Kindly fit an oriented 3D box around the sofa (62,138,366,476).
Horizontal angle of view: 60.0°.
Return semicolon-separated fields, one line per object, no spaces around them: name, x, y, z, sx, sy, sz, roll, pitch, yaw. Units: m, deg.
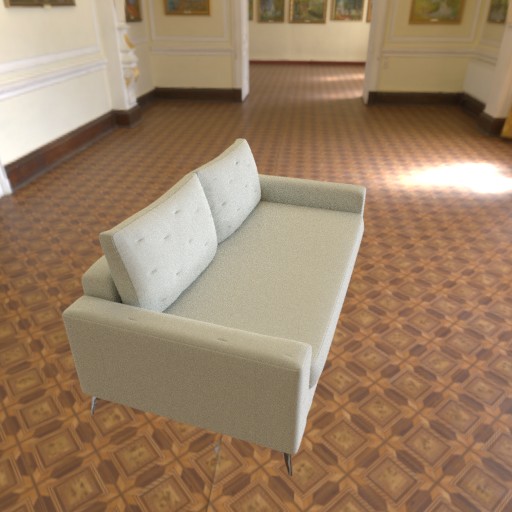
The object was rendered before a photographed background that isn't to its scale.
sofa;0.000;0.000;2.176;0.920;0.790;1.650;10;31;16
